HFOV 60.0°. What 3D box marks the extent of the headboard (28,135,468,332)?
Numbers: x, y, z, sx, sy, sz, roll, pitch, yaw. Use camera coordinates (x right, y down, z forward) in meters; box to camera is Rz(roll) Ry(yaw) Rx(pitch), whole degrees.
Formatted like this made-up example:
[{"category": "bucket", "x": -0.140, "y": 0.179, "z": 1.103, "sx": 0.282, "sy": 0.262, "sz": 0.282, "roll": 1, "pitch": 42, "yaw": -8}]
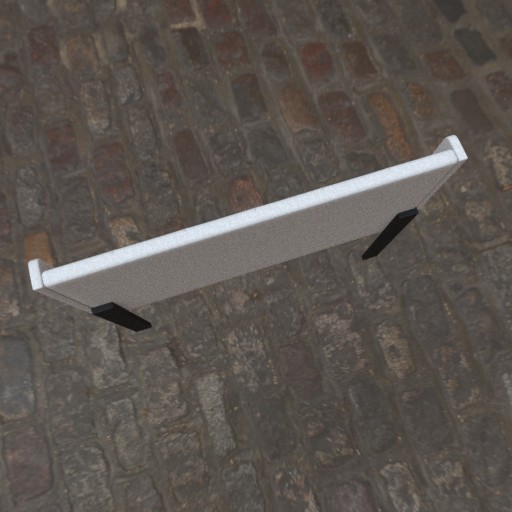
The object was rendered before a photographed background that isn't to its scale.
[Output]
[{"category": "headboard", "x": 0.000, "y": 0.000, "z": 2.732, "sx": 2.051, "sy": 1.524, "sz": 0.184, "roll": -17, "pitch": 75, "yaw": -5}]
